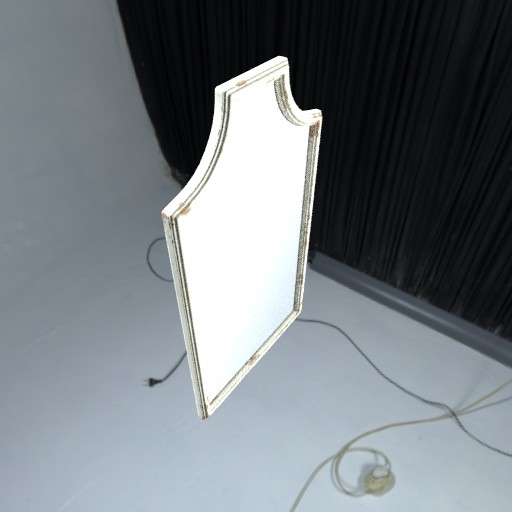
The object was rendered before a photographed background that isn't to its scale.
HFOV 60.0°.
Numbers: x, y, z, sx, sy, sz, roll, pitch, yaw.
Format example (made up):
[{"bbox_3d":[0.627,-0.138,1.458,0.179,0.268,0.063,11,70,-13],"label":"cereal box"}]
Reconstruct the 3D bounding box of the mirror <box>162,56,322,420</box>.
[{"bbox_3d":[0.000,0.000,0.877,0.022,0.717,0.403,27,50,26],"label":"mirror"}]
